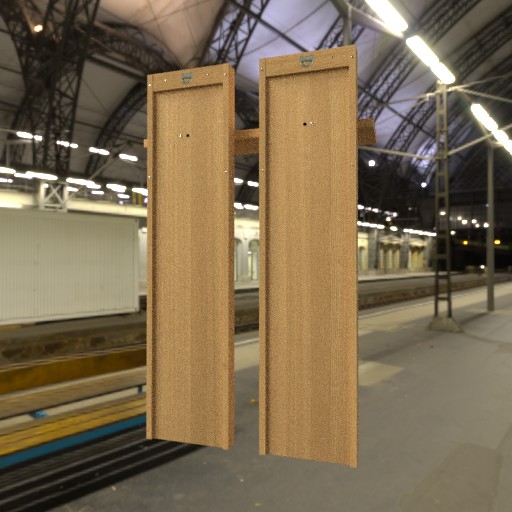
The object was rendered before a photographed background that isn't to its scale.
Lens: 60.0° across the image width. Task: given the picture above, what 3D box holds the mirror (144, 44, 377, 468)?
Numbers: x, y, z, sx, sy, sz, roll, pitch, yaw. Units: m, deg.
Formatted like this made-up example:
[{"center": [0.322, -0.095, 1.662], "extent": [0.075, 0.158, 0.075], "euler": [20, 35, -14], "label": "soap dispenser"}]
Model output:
[{"center": [0.000, 0.000, 1.539], "extent": [0.800, 1.250, 0.260], "euler": [0, -1, 18], "label": "mirror"}]
